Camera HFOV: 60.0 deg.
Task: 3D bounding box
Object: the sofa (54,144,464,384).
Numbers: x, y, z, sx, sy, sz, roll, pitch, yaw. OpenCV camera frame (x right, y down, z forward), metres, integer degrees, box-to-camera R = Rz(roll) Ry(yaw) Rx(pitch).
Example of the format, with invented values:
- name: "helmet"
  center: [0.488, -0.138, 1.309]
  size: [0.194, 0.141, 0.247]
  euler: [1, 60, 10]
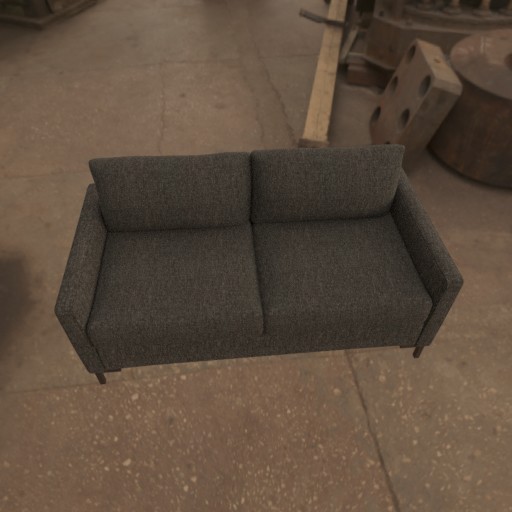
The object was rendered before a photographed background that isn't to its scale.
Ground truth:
- name: "sofa"
  center: [0.000, 0.000, 2.222]
  size: [1.716, 0.862, 0.866]
  euler: [-4, 46, -4]
